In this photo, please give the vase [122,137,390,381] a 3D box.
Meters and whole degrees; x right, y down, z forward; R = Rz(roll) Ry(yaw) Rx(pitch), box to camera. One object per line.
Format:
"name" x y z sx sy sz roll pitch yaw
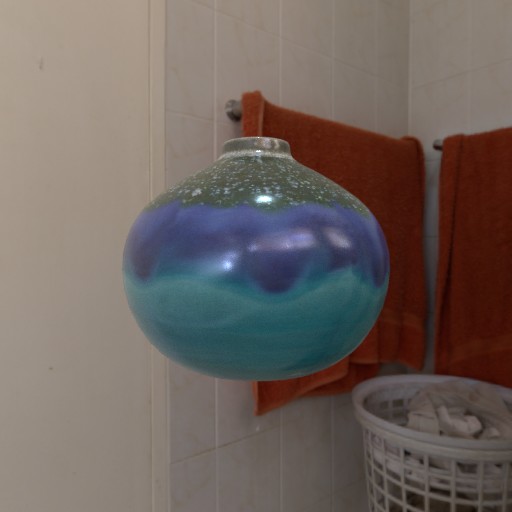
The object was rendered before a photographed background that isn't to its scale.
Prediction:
"vase" 0.000 0.000 0.266 0.154 0.133 0.154 0 1 0
